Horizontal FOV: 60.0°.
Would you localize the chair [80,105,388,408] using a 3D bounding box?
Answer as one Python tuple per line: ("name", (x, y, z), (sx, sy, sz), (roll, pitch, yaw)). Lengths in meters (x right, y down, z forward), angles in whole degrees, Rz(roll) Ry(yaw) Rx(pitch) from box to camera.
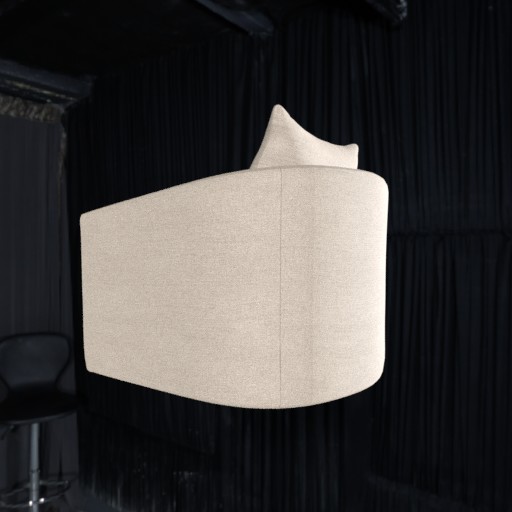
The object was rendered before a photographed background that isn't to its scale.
("chair", (0.000, 0.000, 1.599), (0.910, 0.848, 0.845), (1, 2, 35))
